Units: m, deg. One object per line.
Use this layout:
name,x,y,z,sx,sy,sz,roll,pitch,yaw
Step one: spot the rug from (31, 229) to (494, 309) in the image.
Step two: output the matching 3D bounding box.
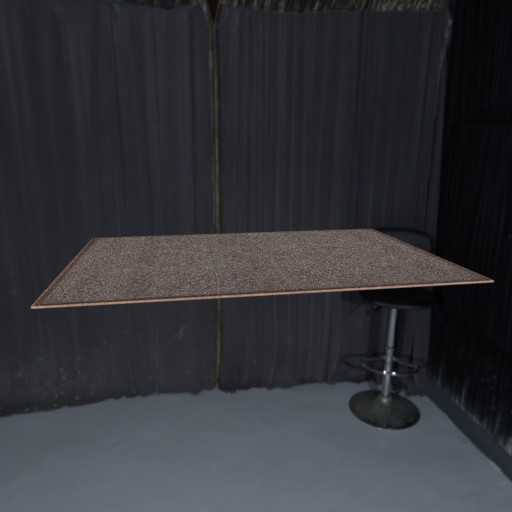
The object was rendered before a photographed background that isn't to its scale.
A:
rug,0.000,0.000,2.868,2.286,0.011,1.524,-2,14,-10
